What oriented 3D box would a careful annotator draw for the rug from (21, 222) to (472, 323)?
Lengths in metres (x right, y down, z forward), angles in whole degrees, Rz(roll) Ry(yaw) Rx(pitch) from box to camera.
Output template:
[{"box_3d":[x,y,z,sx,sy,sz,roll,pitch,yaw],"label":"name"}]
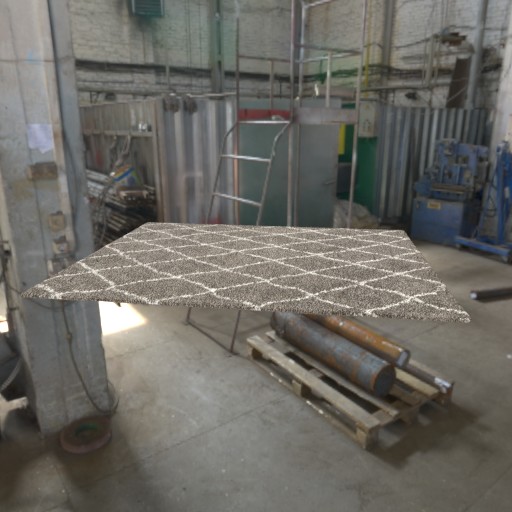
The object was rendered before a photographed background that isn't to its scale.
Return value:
[{"box_3d":[0.000,0.000,4.088,3.047,0.029,2.438,2,17,8],"label":"rug"}]
